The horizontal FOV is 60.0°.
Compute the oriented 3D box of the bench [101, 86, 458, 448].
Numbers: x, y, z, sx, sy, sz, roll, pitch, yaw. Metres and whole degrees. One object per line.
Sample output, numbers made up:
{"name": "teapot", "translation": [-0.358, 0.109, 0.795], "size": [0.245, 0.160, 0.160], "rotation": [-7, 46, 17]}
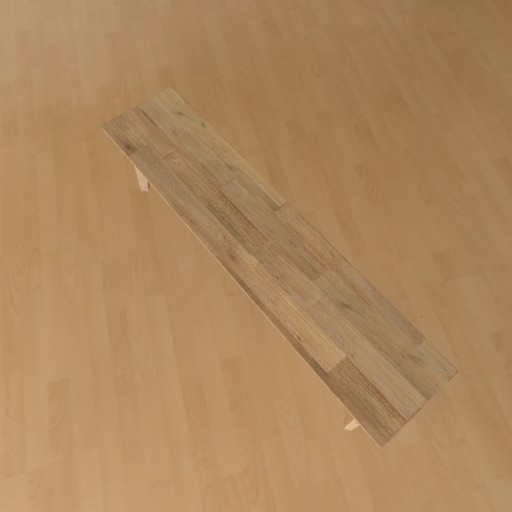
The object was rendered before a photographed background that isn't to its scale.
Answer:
{"name": "bench", "translation": [0.000, 0.000, 1.922], "size": [0.378, 0.431, 1.698], "rotation": [-37, 70, -16]}
